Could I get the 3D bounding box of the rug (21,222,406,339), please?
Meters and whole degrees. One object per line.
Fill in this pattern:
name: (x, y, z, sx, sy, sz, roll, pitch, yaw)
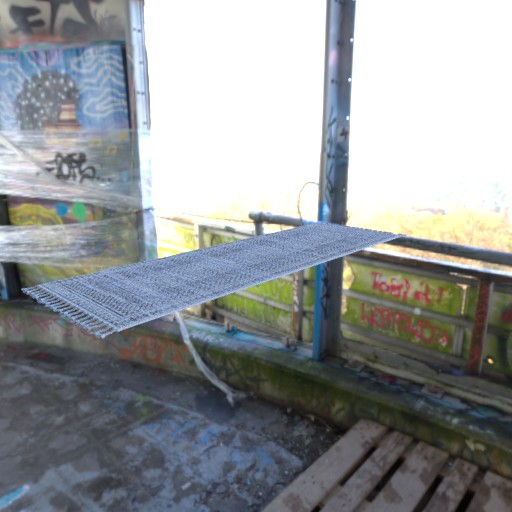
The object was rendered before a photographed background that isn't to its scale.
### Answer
rug: (0.000, 0.000, 2.722, 0.786, 0.013, 2.480, 14, 20, 42)
